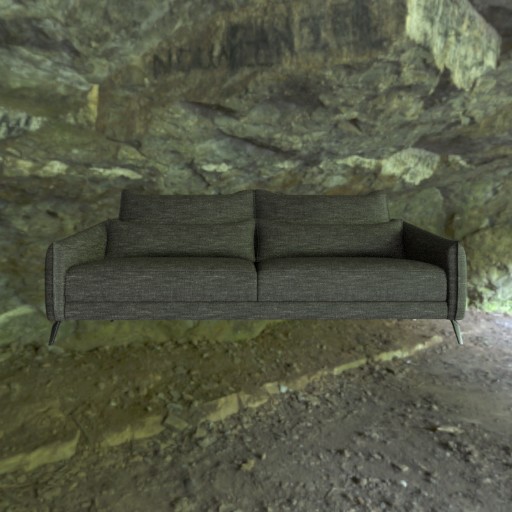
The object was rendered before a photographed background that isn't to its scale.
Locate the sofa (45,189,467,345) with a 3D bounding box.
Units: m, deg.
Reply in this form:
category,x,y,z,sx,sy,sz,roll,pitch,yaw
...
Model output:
category,x,y,z,sx,sy,sz,roll,pitch,yaw
sofa,0.000,0.000,2.476,2.019,0.843,0.807,0,1,-1
